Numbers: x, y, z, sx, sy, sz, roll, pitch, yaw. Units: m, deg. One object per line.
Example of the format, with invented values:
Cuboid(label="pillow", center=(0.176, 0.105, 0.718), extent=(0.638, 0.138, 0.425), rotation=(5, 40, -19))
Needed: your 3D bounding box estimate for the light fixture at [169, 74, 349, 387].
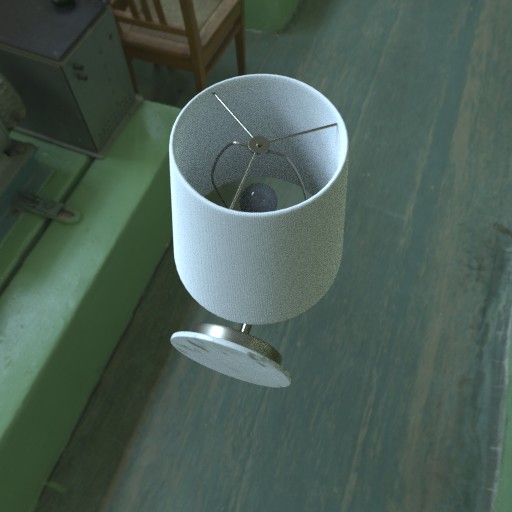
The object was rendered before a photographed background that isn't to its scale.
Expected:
Cuboid(label="light fixture", center=(0.000, 0.000, 0.458), extent=(0.168, 0.337, 0.188), rotation=(17, 64, 8))
